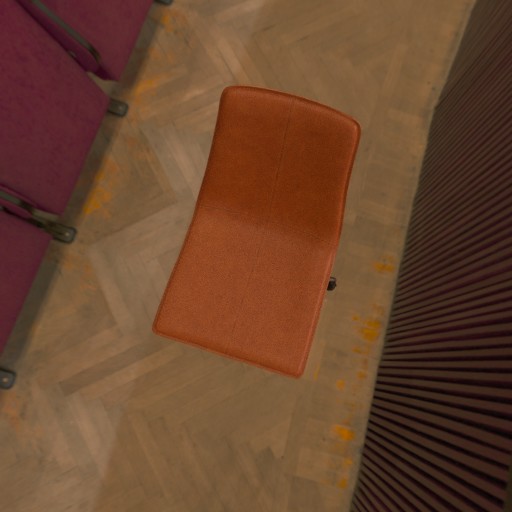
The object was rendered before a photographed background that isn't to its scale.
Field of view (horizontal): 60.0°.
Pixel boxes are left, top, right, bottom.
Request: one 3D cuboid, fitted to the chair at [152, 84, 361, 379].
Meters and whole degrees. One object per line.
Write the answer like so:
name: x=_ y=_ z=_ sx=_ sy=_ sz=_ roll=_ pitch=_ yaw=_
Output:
chair: x=0.000 y=0.000 z=1.422 sx=0.651 sy=0.920 sz=0.660 roll=17 pitch=77 yaw=4
